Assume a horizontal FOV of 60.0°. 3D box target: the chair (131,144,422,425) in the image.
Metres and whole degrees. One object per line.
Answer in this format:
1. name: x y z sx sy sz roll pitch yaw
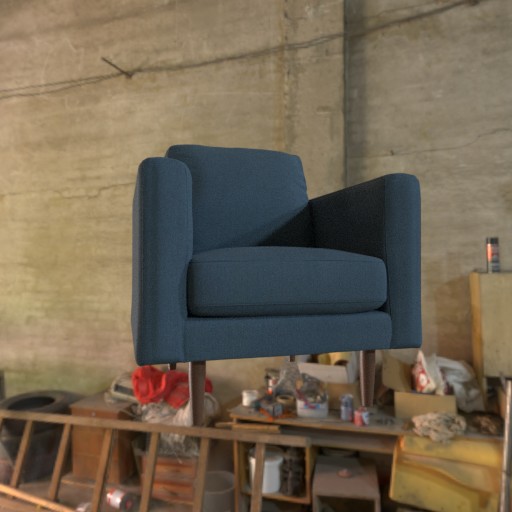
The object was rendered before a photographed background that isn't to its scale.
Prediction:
1. chair: 0.000 0.000 1.593 0.855 0.922 0.820 0 -1 -17
